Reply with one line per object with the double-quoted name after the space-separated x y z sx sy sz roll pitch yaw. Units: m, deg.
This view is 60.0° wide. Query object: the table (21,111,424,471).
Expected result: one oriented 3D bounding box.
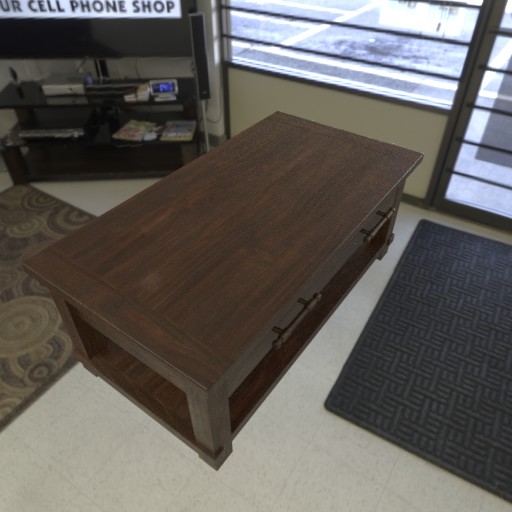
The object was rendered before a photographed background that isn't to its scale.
0.000 0.000 1.617 0.700 0.494 1.270 26 47 26 "table"
